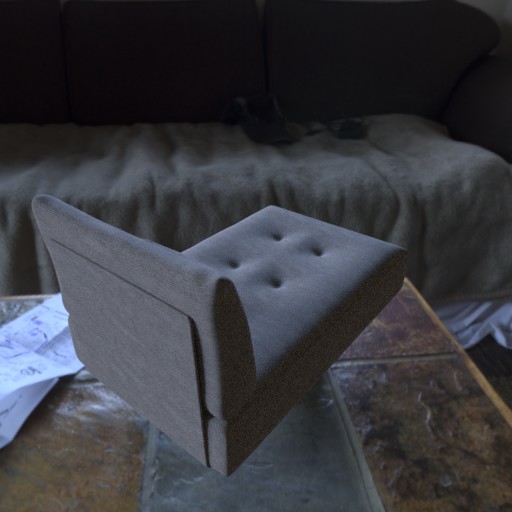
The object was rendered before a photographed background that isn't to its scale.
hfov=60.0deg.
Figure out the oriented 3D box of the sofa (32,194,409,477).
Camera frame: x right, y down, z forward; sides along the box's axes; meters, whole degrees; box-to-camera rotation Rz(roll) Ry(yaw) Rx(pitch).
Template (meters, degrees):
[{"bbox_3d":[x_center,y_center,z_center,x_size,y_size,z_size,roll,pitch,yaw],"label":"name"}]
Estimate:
[{"bbox_3d":[0.000,0.000,1.988,0.930,0.820,1.450,22,37,33],"label":"sofa"}]
